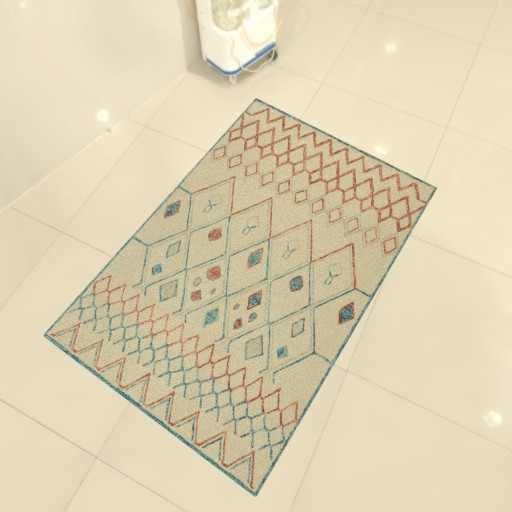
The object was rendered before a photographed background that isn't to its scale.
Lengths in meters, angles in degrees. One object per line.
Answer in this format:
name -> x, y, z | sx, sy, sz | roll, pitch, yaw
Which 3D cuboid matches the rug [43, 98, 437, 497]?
rug -> 0.000, 0.000, 2.293 | 1.219, 0.016, 1.829 | 31, 68, 14
